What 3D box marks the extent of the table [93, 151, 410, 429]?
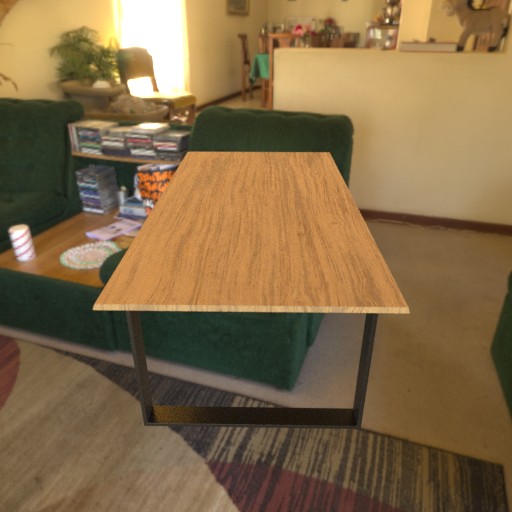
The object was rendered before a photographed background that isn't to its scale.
[{"bbox_3d":[0.000,0.000,1.655,0.693,0.445,1.331,0,27,1],"label":"table"}]
